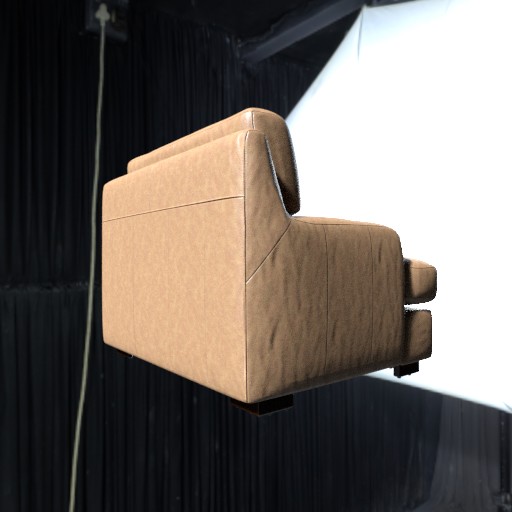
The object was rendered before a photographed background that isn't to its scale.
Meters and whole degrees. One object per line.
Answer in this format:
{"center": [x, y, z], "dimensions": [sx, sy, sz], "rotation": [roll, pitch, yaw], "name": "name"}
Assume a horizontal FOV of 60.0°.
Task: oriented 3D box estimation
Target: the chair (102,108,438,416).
{"center": [0.000, 0.000, 2.034], "dimensions": [1.050, 0.978, 1.276], "rotation": [0, -1, -38], "name": "chair"}
